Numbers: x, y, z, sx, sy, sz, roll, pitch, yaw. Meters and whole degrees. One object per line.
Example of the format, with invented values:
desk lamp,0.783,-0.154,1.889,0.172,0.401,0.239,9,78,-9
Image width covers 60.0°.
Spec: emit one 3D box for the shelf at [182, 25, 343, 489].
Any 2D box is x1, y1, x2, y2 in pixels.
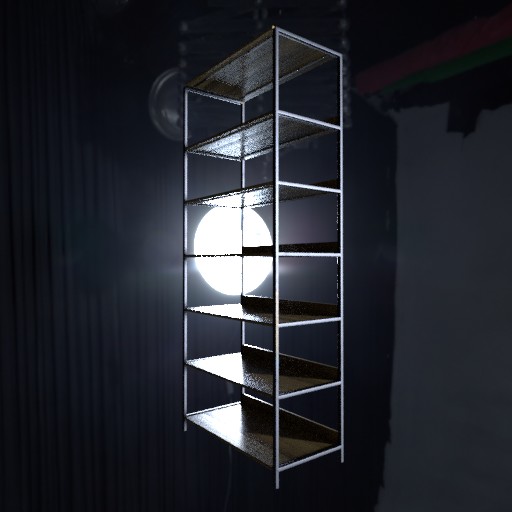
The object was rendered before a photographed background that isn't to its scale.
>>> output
shelf,0.000,0.000,2.384,0.431,2.015,0.847,1,-1,-37
